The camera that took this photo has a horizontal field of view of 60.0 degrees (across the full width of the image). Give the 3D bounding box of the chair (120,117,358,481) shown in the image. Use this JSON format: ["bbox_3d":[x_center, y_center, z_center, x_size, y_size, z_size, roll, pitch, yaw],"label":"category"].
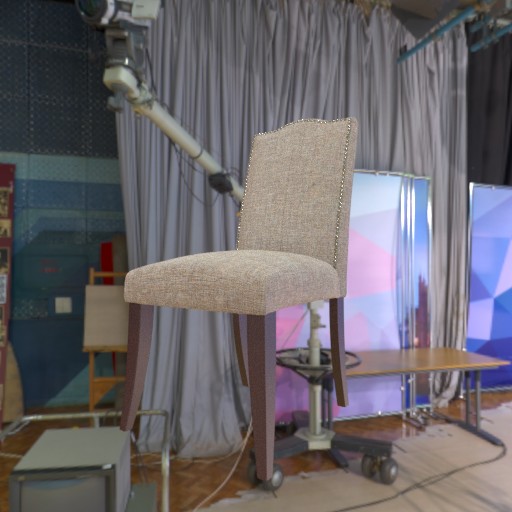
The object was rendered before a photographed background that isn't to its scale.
[{"bbox_3d":[0.000,0.000,1.413,0.513,1.016,0.660,0,1,35],"label":"chair"}]
